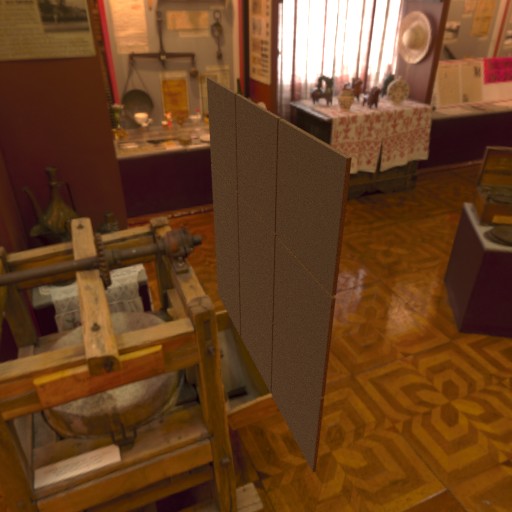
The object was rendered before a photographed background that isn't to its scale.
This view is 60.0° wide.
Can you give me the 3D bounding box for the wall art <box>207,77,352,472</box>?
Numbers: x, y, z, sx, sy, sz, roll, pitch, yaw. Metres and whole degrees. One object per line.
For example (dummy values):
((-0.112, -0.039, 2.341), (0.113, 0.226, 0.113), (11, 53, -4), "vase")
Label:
((0.000, 0.000, 1.841), (0.013, 1.216, 1.216), (-11, 33, -18), "wall art")
